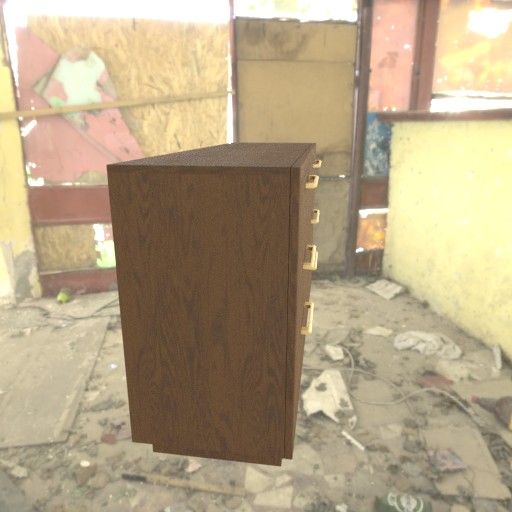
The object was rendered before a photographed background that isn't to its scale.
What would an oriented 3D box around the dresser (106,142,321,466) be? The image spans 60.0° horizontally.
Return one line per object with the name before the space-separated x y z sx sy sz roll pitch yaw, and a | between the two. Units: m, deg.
dresser | 0.000 0.000 1.903 0.512 0.889 1.523 3 17 8
